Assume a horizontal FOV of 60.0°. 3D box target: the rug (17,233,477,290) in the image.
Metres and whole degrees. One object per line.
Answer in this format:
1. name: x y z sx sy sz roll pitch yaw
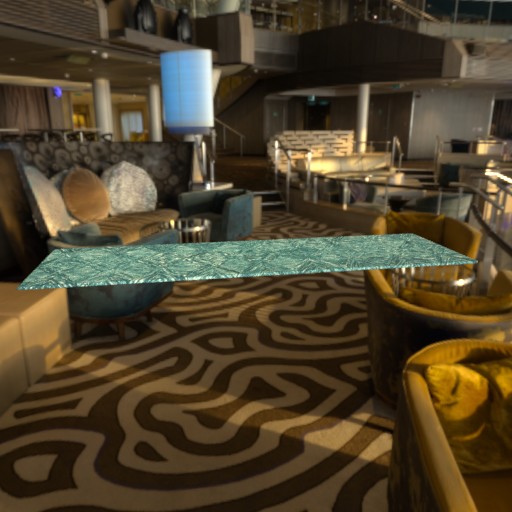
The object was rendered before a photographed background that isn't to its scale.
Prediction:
1. rug: 0.000 0.000 2.486 2.286 0.016 0.676 -3 16 -10
